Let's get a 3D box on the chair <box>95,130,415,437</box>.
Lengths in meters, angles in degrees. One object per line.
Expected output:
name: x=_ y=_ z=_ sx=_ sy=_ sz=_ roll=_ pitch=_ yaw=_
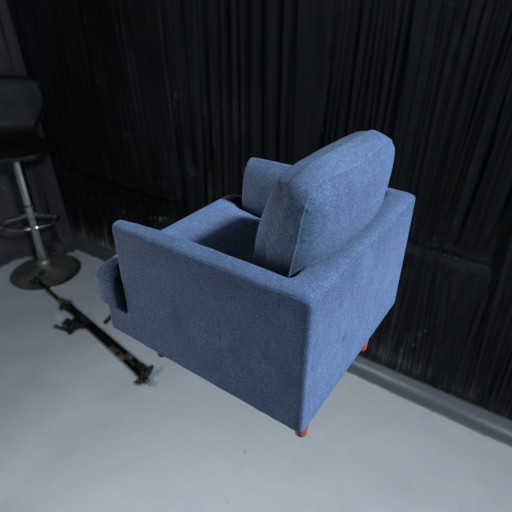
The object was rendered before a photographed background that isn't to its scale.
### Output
chair: x=0.000 y=0.000 z=1.701 sx=0.899 sy=0.957 sz=0.858 roll=20 pitch=37 yaw=29
